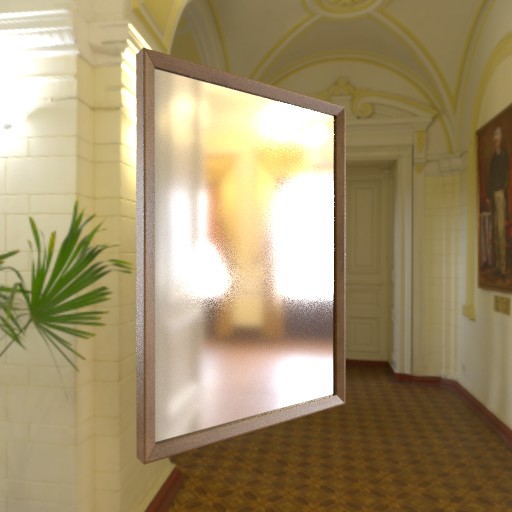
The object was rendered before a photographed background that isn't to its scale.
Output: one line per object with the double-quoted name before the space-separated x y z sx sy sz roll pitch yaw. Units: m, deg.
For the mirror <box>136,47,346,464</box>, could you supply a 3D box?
"mirror" 0.000 0.000 0.922 0.508 0.711 0.039 0 0 -37
